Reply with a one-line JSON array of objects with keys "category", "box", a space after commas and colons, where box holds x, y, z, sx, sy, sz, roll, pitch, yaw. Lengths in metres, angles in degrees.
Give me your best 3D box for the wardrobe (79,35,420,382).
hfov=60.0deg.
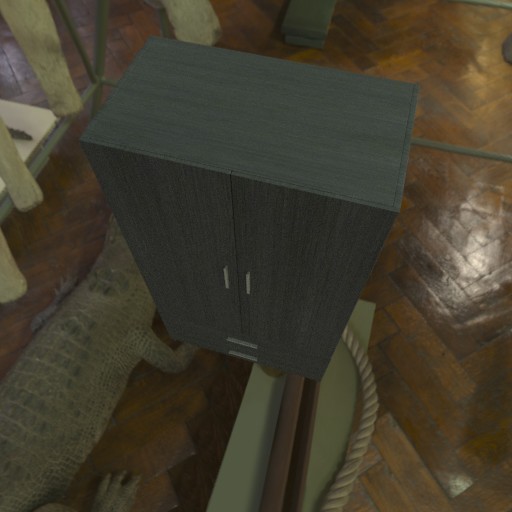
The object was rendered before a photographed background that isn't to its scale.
[{"category": "wardrobe", "box": [0.000, 0.000, 2.209, 0.991, 1.808, 0.577, 14, 60, 8]}]
